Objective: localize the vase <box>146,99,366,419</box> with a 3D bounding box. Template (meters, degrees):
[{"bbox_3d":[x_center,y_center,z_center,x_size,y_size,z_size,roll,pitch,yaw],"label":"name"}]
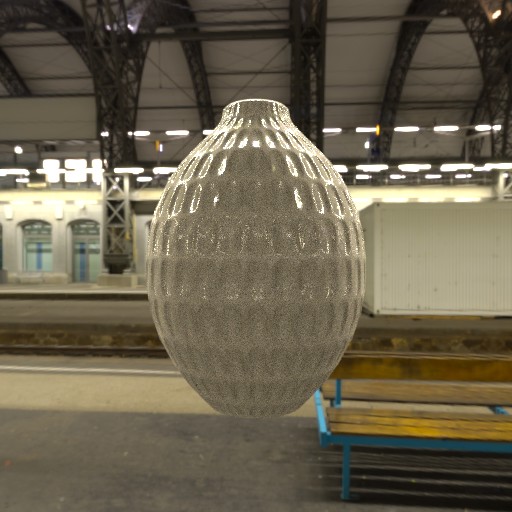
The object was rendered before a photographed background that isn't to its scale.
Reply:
[{"bbox_3d":[0.000,0.000,0.336,0.162,0.223,0.162,0,0,0],"label":"vase"}]
